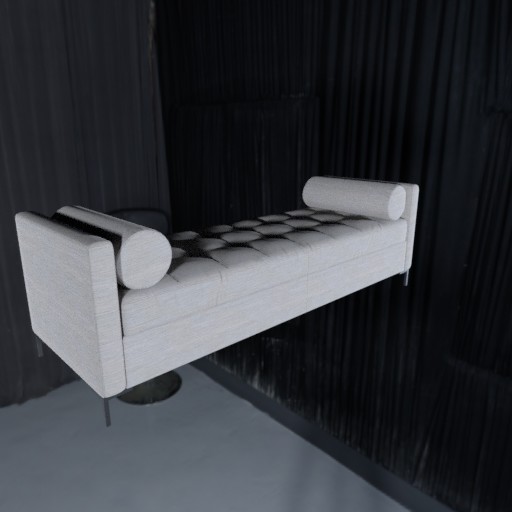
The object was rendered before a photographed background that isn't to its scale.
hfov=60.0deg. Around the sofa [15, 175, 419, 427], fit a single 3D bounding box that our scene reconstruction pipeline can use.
[{"bbox_3d":[0.000,0.000,2.240,1.981,0.635,0.686,-15,22,-41],"label":"sofa"}]
